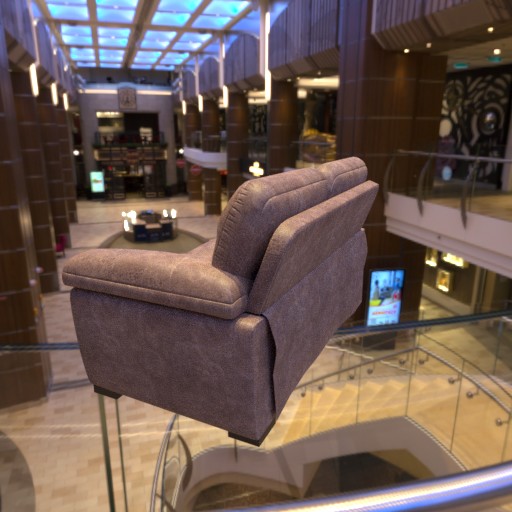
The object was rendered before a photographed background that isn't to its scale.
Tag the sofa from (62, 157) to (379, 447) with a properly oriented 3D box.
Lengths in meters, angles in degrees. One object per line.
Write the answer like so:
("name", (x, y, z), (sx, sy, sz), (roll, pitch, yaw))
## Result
("sofa", (0.000, 0.000, 2.399), (0.991, 0.991, 1.753), (8, 18, 25))
